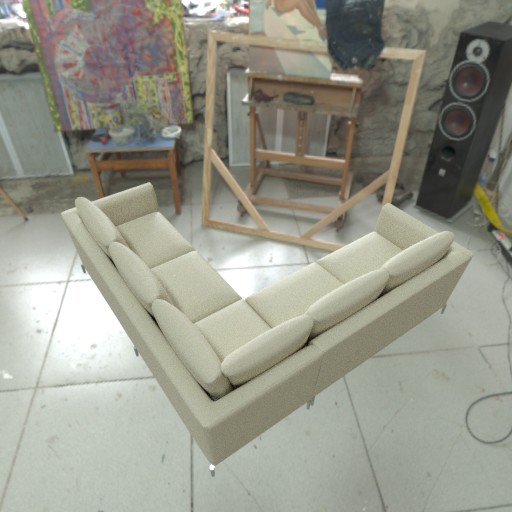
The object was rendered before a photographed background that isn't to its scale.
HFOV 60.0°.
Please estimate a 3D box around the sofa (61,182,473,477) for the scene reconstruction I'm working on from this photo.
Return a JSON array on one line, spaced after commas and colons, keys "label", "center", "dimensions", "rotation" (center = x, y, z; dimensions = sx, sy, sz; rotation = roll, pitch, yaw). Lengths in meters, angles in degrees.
[{"label": "sofa", "center": [0.000, 0.000, 3.777], "dimensions": [2.430, 0.867, 2.448], "rotation": [-25, 47, -26]}]
